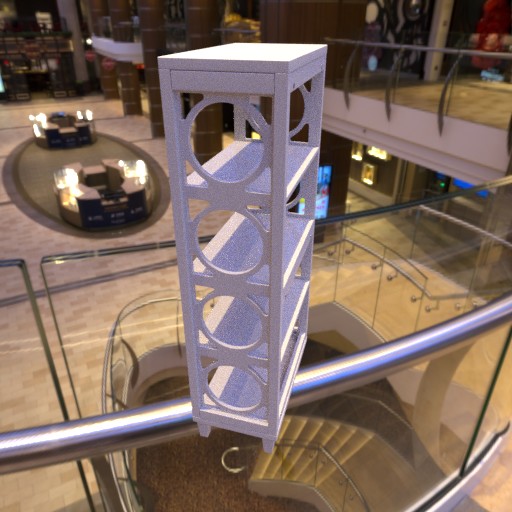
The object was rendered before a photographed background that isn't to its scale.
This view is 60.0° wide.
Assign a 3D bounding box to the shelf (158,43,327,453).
[{"bbox_3d":[0.000,0.000,1.669,0.340,1.411,0.611,8,30,14],"label":"shelf"}]
